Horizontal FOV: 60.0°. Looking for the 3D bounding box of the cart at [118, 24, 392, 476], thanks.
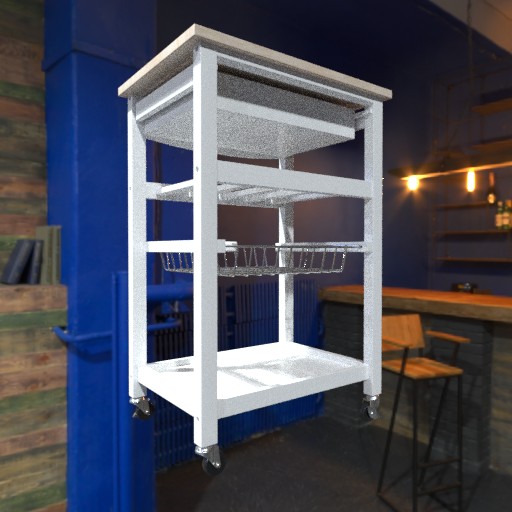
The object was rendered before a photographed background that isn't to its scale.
[{"bbox_3d":[0.000,0.000,1.148,0.578,0.857,0.406,-1,1,-36],"label":"cart"}]
